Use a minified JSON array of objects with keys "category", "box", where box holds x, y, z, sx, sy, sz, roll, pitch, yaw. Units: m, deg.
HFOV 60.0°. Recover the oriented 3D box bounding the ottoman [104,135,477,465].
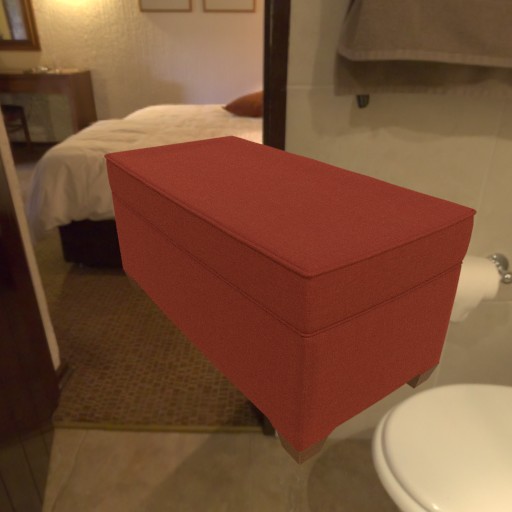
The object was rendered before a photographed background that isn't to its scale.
[{"category":"ottoman","box":[0.000,0.000,1.220,0.497,0.454,0.948,-18,32,-32]}]
